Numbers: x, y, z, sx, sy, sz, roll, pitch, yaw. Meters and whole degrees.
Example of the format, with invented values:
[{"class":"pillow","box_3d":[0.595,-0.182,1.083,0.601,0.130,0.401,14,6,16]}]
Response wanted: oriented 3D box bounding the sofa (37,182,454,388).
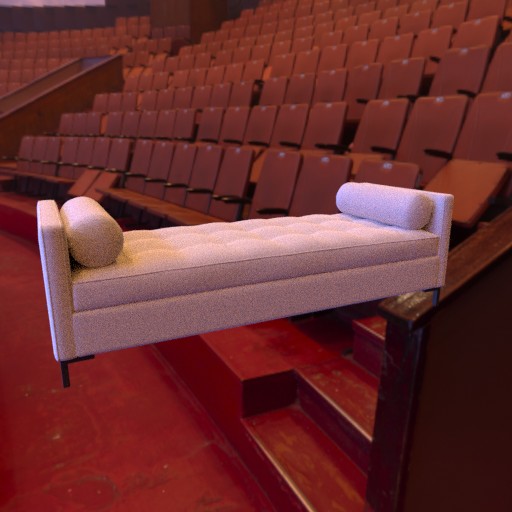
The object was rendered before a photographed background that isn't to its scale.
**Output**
[{"class":"sofa","box_3d":[0.000,0.000,2.297,1.985,0.641,0.746,-7,17,-25]}]
